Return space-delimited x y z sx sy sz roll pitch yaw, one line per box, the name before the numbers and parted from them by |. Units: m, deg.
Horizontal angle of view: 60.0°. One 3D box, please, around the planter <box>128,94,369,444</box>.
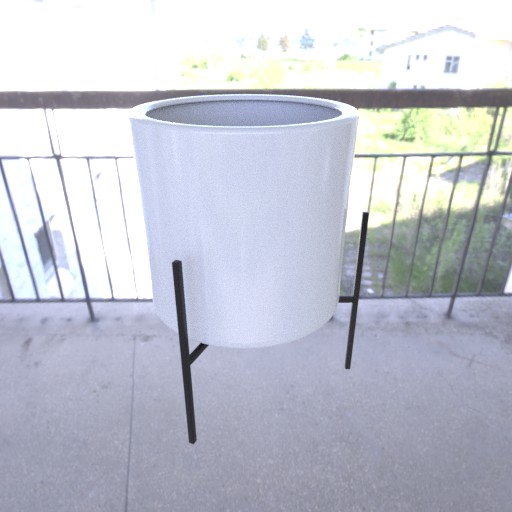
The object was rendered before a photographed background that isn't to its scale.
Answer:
planter | 0.000 0.000 0.747 0.361 0.480 0.360 0 26 0
